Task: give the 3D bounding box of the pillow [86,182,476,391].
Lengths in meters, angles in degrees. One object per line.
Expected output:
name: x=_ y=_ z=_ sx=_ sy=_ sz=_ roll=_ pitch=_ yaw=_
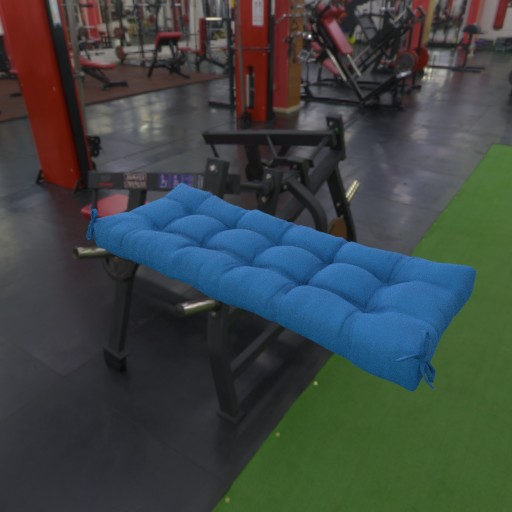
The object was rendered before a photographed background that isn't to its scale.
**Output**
pillow: x=0.000 y=0.000 z=1.336 sx=1.194 sy=0.174 sz=0.511 roll=20 pitch=35 yaw=31
